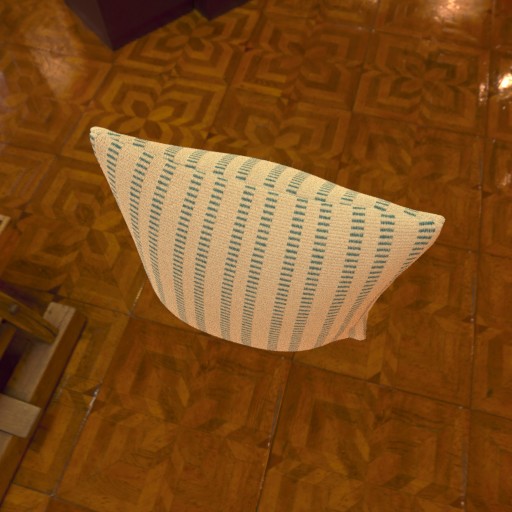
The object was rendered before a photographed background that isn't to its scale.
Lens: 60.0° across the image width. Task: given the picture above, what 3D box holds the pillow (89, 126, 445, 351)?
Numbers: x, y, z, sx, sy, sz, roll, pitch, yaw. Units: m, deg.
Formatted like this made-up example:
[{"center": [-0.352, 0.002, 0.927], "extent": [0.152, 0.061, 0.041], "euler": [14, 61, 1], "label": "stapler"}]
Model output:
[{"center": [0.000, 0.000, 0.694], "extent": [0.438, 0.419, 0.247], "euler": [16, 64, 8], "label": "pillow"}]
